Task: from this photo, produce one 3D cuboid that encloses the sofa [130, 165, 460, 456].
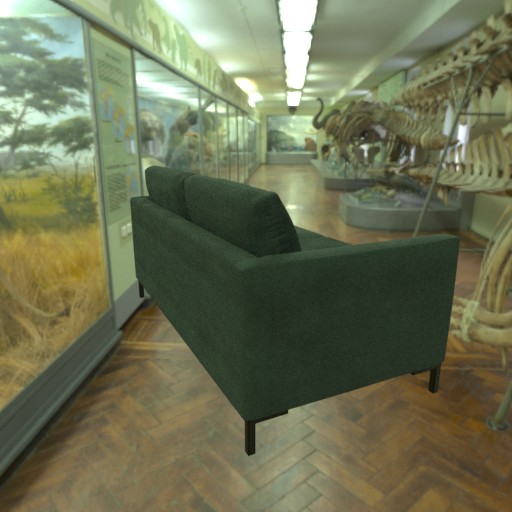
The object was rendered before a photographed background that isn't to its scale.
[{"bbox_3d":[0.000,0.000,2.161,0.875,0.817,1.676,-7,17,-25],"label":"sofa"}]
